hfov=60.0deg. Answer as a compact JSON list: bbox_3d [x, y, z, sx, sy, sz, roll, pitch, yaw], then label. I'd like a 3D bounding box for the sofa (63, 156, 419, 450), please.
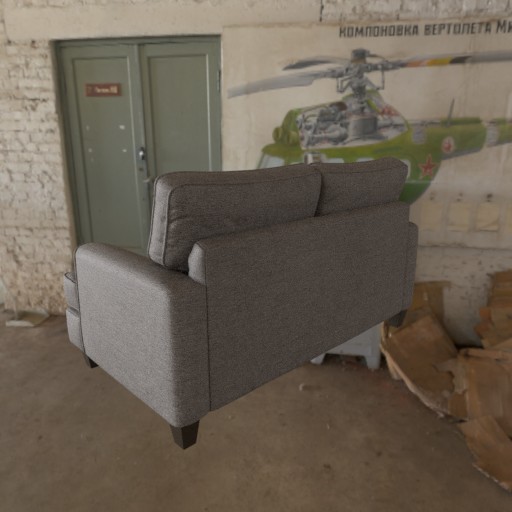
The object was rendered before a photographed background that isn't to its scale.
[{"bbox_3d":[0.000,0.000,2.258,1.651,0.965,0.965,-14,21,-42],"label":"sofa"}]
